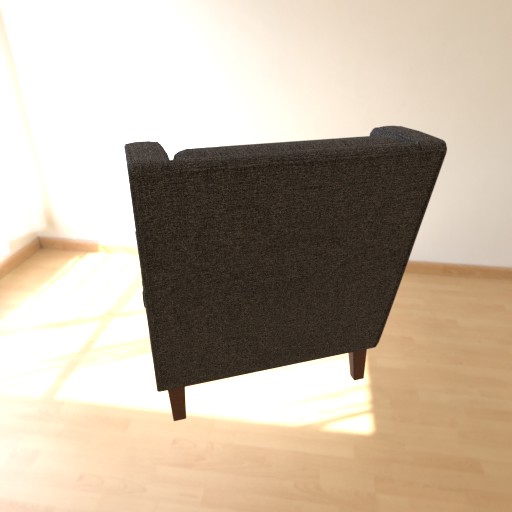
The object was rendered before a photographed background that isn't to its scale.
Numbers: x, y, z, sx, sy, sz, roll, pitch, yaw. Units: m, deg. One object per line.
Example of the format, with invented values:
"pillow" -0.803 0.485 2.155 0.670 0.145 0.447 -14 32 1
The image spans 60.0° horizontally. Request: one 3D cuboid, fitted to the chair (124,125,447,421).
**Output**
"chair" 0.000 0.000 1.829 0.942 1.082 0.927 -8 28 -15
